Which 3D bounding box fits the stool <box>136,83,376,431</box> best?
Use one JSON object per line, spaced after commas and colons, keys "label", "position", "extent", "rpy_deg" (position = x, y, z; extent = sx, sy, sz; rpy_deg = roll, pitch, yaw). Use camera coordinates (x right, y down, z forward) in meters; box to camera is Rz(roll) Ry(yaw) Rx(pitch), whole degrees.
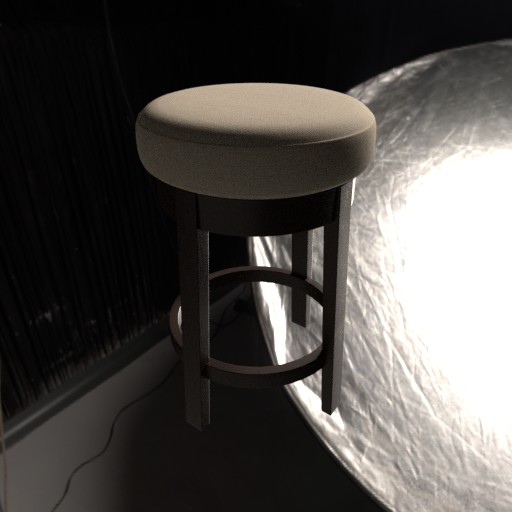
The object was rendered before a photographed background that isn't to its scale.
{"label": "stool", "position": [0.000, 0.000, 0.950], "extent": [0.449, 0.655, 0.449], "rpy_deg": [0, 31, 0]}
